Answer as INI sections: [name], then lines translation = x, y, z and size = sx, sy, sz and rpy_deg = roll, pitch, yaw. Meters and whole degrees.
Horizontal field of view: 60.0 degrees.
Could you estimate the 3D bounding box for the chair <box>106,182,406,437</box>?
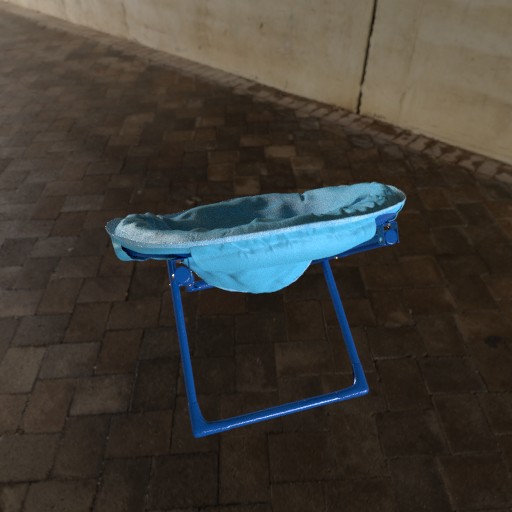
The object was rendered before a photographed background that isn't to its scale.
[chair]
translation = 0.000, 0.000, 0.878
size = 0.520, 0.478, 0.465
rpy_deg = -10, 42, -12
